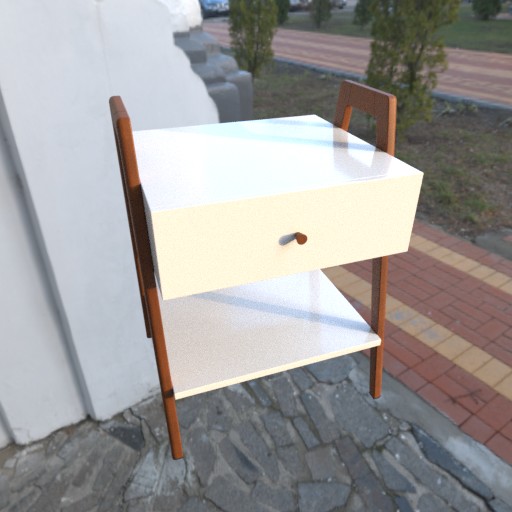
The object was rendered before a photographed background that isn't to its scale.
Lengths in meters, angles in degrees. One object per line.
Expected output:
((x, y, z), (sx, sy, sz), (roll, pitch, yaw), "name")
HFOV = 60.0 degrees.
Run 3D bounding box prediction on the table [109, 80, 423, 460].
((0.000, 0.000, 0.884), (0.457, 0.610, 0.405), (-10, 33, -16), "table")
